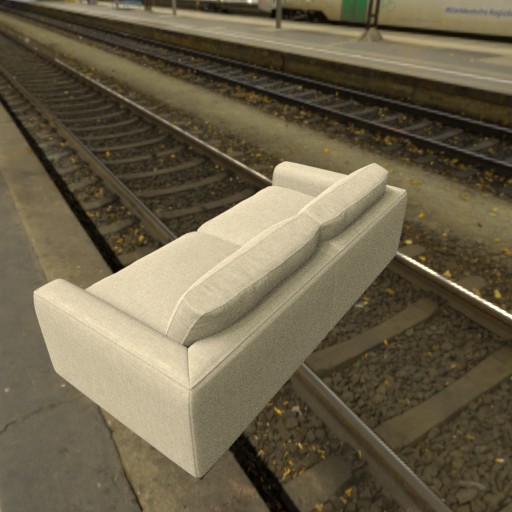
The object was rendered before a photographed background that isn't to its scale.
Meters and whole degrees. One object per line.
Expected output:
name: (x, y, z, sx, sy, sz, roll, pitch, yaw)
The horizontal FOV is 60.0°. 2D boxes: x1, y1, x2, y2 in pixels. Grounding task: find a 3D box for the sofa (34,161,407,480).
sofa: (0.000, 0.000, 2.685, 1.070, 0.801, 2.262, 21, 37, 30)
